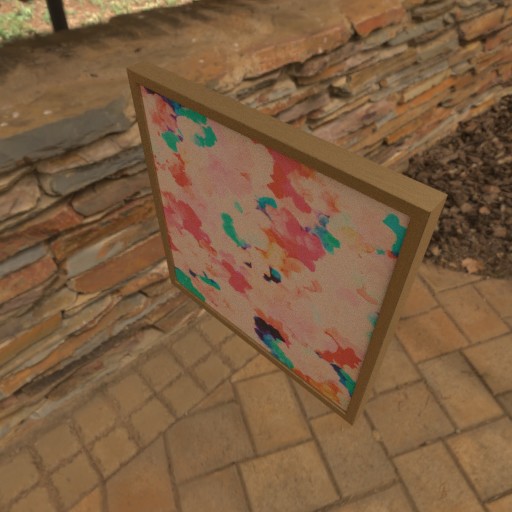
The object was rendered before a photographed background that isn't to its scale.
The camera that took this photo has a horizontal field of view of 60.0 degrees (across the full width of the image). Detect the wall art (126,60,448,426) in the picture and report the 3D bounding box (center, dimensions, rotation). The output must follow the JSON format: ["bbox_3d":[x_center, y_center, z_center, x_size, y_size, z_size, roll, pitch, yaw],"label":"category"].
[{"bbox_3d":[0.000,0.000,0.757,0.510,0.509,0.037,33,54,28],"label":"wall art"}]
